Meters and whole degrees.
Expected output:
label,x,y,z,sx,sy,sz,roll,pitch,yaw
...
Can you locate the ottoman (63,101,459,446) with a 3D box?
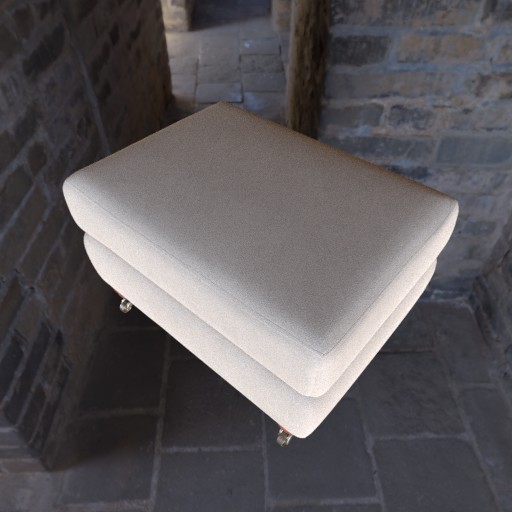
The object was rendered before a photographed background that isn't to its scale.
label,x,y,z,sx,sy,sz,roll,pitch,yaw
ottoman,0.000,0.000,1.154,0.773,0.504,0.569,32,53,27
